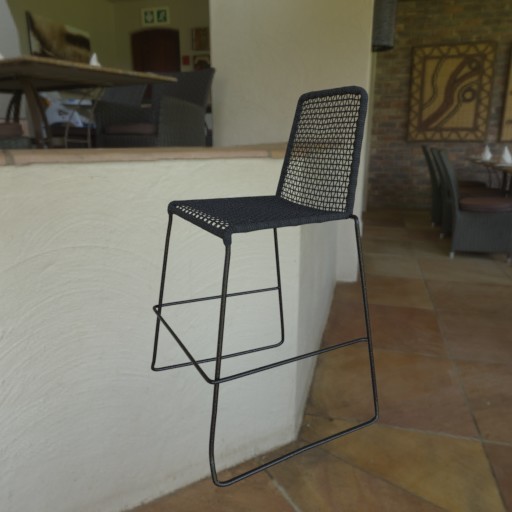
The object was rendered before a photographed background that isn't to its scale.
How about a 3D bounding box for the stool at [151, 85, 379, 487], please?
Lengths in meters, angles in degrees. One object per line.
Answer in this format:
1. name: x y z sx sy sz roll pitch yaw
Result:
1. stool: 0.000 0.000 1.249 0.509 0.905 0.590 -8 17 -26
